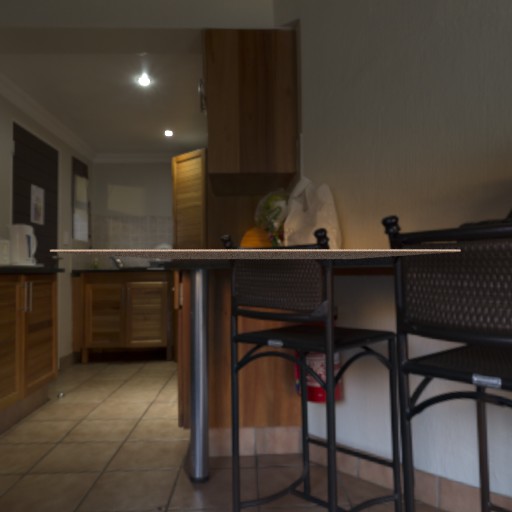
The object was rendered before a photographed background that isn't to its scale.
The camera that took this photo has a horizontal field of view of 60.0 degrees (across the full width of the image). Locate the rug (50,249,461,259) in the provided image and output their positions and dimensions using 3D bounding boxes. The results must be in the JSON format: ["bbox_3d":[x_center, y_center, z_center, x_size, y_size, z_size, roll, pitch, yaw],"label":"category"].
[{"bbox_3d":[0.000,0.000,4.088,2.439,0.013,3.048,0,-1,1],"label":"rug"}]
